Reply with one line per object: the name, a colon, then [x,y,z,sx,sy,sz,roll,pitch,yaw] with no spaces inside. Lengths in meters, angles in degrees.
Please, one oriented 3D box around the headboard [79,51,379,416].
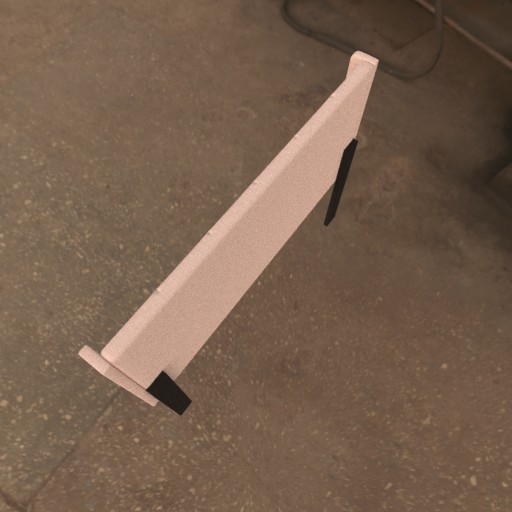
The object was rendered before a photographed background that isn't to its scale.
headboard: [0.000,0.000,2.696,0.184,1.524,2.051,34,69,15]
